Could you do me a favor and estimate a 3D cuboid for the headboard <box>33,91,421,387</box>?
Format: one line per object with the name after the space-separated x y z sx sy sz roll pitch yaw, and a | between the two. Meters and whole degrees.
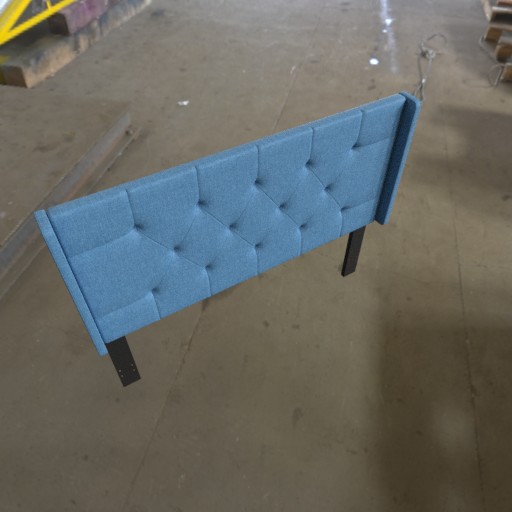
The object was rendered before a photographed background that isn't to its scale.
0.000 0.000 2.678 2.051 1.524 0.184 -24 51 -21 | headboard
